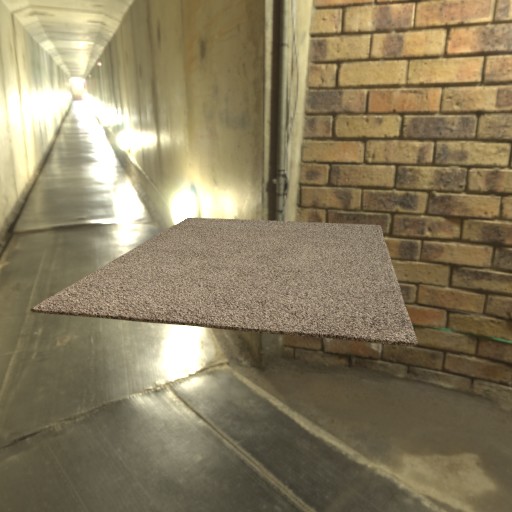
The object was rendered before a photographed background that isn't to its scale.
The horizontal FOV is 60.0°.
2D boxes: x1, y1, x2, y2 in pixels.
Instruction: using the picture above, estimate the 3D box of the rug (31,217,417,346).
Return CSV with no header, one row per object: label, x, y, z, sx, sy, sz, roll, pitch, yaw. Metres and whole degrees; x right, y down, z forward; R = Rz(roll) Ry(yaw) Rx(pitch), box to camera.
rug,0.000,0.000,4.109,2.438,0.029,3.047,3,17,11
